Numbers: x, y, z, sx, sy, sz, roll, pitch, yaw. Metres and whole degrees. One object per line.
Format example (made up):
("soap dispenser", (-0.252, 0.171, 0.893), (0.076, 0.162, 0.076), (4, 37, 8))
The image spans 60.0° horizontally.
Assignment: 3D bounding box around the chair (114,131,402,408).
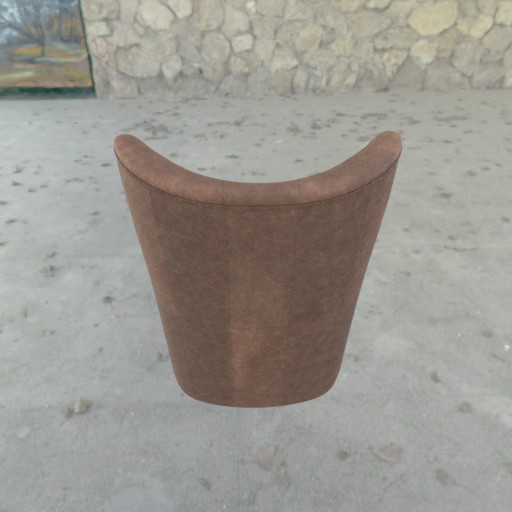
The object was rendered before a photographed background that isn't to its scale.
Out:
("chair", (0.000, 0.000, 1.734), (0.831, 1.079, 0.930), (-1, 30, -2))
